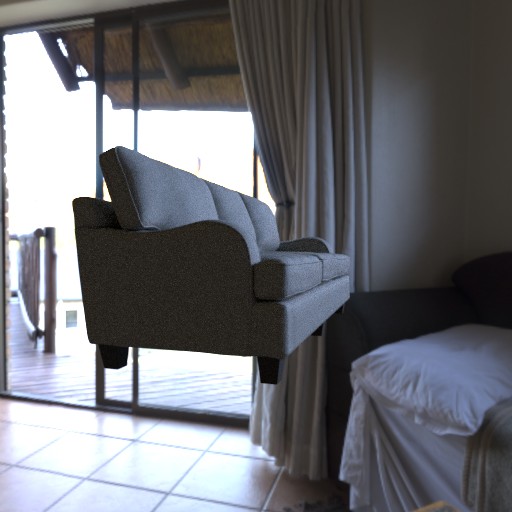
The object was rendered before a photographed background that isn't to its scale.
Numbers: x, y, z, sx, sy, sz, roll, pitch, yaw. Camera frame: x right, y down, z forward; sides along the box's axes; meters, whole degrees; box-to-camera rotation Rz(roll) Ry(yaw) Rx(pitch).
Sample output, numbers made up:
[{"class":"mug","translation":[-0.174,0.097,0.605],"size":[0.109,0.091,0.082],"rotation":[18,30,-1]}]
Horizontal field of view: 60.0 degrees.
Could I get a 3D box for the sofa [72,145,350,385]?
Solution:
[{"class":"sofa","translation":[0.000,0.000,2.920],"size":[1.016,0.997,2.323],"rotation":[0,1,18]}]
